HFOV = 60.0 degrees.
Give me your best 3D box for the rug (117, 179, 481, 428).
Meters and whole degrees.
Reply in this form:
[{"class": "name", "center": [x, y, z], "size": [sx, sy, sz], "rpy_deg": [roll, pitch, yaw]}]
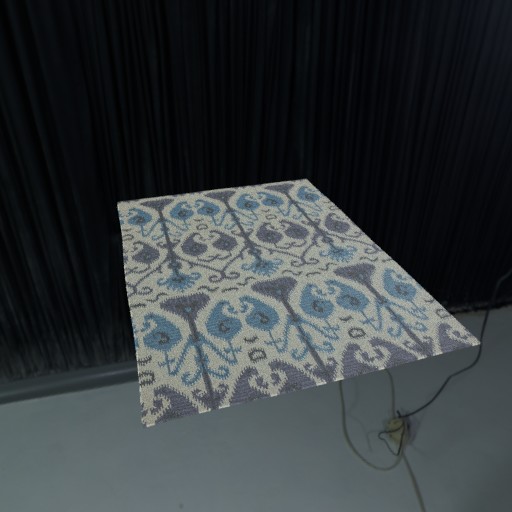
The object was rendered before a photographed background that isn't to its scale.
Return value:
[{"class": "rug", "center": [0.000, 0.000, 2.928], "size": [1.676, 0.013, 2.261], "rpy_deg": [-9, 33, -15]}]
